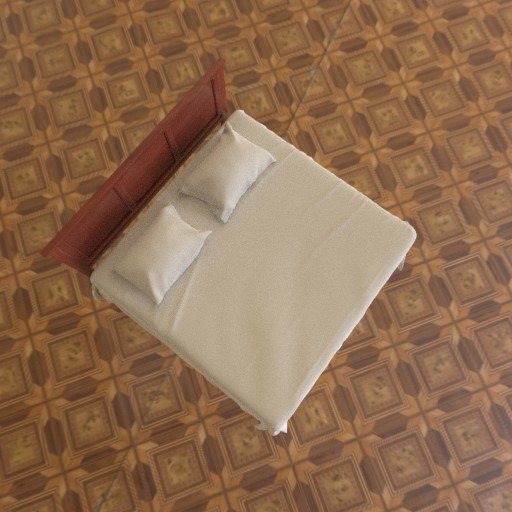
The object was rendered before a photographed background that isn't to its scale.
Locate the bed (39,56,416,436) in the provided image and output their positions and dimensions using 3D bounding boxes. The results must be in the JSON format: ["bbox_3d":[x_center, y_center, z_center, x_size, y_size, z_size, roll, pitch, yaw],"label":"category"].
[{"bbox_3d":[0.000,0.000,3.708,2.219,1.271,2.314,37,79,9],"label":"bed"}]
